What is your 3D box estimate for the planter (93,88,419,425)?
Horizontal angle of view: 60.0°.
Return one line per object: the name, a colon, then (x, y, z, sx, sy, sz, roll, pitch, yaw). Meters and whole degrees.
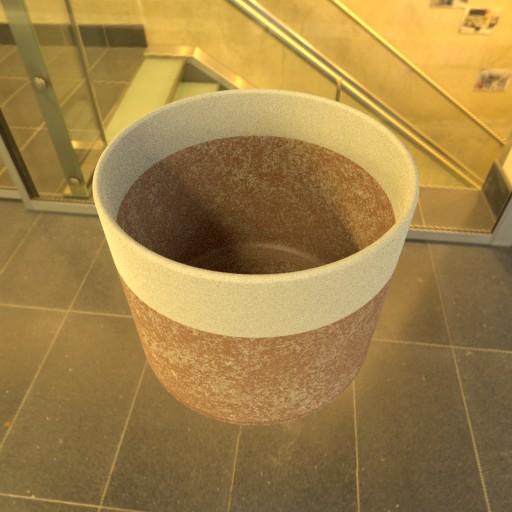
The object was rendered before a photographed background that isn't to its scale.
planter: (0.000, 0.000, 0.270, 0.159, 0.138, 0.159, 0, 46, 0)
